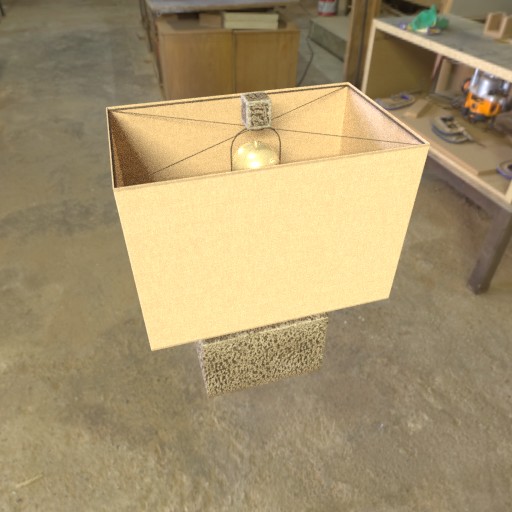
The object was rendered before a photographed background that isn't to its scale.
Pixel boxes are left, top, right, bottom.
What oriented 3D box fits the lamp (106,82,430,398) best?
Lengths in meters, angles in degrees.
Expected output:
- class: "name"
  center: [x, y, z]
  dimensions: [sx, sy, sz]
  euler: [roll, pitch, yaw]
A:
- class: "lamp"
  center: [0.000, 0.000, 0.570]
  dimensions: [0.294, 0.411, 0.180]
  euler: [-11, 41, -12]
